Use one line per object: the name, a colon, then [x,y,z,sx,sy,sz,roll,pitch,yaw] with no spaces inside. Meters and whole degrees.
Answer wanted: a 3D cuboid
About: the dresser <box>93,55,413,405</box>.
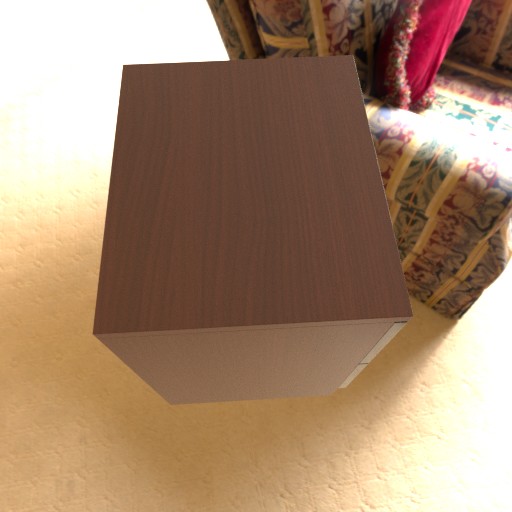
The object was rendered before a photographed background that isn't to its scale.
dresser: [0.000,0.000,0.760,0.360,0.470,0.400,-3,63,-2]
